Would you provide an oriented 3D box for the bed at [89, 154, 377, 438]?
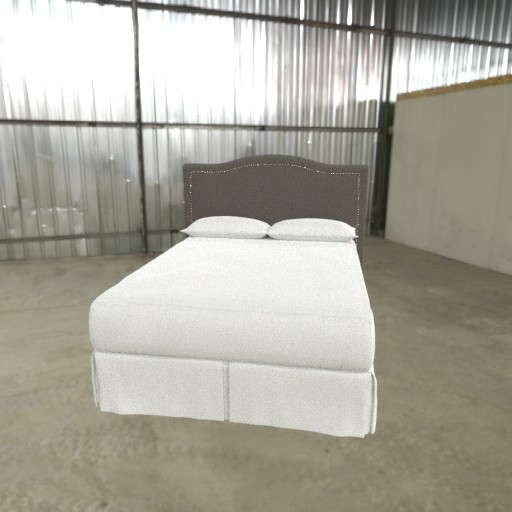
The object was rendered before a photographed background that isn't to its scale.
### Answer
[{"bbox_3d":[0.000,0.000,3.185,1.666,1.387,2.036,2,14,9],"label":"bed"}]
